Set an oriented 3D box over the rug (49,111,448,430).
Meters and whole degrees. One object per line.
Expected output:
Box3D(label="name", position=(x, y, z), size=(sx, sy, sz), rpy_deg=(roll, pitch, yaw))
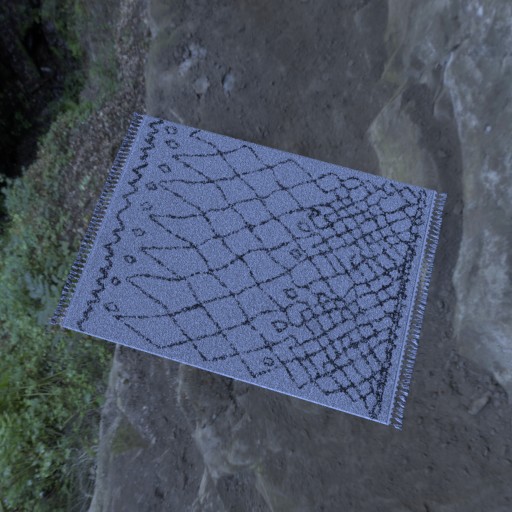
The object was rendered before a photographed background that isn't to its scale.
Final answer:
Box3D(label="rug", position=(0.000, 0.000, 2.972), size=(2.312, 0.017, 1.613), rpy_deg=(16, 76, 4))
